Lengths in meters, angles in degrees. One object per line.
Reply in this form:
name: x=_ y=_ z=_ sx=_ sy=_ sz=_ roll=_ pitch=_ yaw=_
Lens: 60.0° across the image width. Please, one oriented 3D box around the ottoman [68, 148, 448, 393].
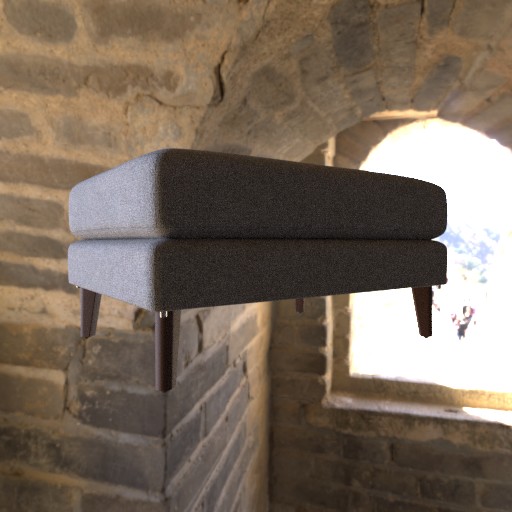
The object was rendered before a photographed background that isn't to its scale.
ottoman: x=0.000 y=0.000 z=1.173 sx=0.821 sy=0.441 sz=0.611 roll=-1 pitch=2 yaw=-35
